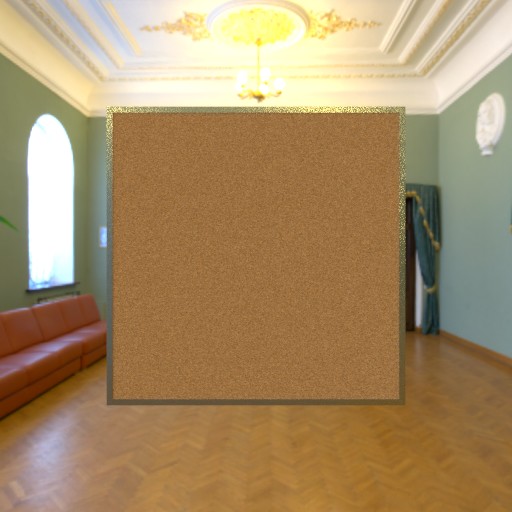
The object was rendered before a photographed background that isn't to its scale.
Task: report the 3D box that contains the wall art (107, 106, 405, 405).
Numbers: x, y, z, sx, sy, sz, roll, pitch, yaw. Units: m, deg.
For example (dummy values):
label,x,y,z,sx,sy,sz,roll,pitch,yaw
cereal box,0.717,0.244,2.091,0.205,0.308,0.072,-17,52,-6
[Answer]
label,x,y,z,sx,sy,sz,roll,pitch,yaw
wall art,0.000,0.000,1.216,0.806,0.806,0.038,0,0,0
